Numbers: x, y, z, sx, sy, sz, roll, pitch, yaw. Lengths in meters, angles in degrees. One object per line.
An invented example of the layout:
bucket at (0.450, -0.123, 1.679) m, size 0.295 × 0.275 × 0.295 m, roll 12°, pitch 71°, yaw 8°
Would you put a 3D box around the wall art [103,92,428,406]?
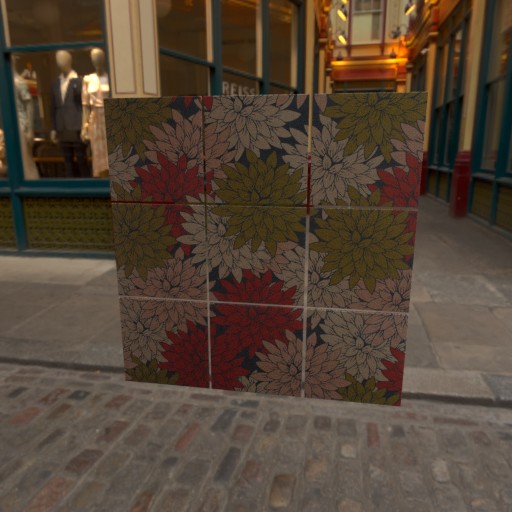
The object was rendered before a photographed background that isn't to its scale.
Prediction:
wall art at (0.000, 0.000, 1.778) m, size 1.206 × 1.218 × 0.013 m, roll 2°, pitch 14°, yaw 10°
